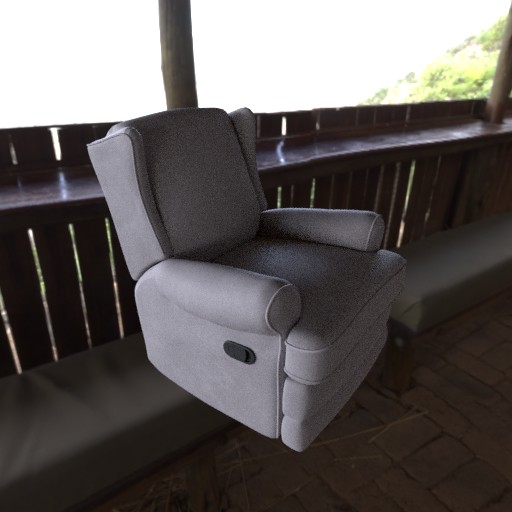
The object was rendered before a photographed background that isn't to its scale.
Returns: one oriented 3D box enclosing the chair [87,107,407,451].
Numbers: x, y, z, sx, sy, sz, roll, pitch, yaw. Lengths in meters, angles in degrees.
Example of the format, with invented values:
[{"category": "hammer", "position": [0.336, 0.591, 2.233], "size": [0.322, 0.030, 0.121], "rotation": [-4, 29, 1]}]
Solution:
[{"category": "chair", "position": [0.000, 0.000, 1.686], "size": [0.969, 1.011, 0.847], "rotation": [17, 30, 32]}]
